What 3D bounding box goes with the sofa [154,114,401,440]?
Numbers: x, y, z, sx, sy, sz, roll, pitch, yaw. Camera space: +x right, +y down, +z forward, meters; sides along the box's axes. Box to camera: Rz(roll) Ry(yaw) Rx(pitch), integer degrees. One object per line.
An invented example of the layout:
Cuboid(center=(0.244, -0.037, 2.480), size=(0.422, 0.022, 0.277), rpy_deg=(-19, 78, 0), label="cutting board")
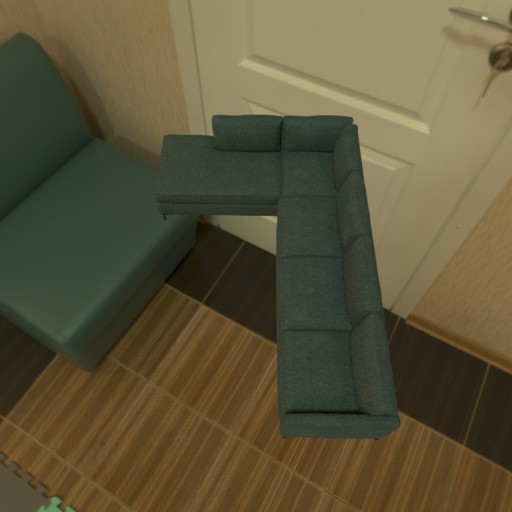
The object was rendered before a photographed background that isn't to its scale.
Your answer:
Cuboid(center=(0.000, 0.000, 3.896), size=(2.007, 0.815, 2.949), rpy_deg=(1, 59, 0), label="sofa")
